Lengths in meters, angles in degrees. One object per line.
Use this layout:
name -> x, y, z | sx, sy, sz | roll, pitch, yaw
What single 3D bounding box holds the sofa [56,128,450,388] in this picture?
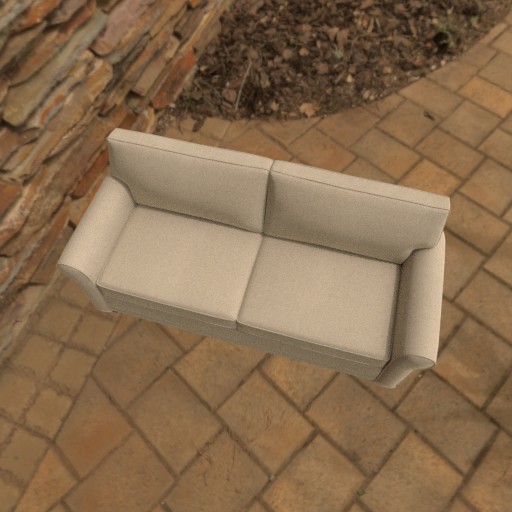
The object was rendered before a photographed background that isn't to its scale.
sofa -> 0.000, 0.000, 2.691 | 2.146, 0.962, 0.901 | 13, 61, 8
